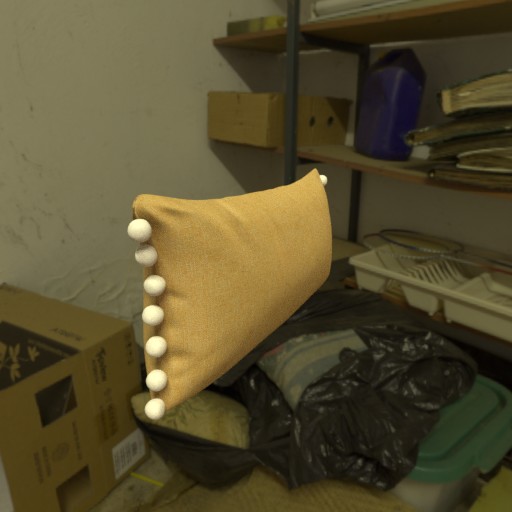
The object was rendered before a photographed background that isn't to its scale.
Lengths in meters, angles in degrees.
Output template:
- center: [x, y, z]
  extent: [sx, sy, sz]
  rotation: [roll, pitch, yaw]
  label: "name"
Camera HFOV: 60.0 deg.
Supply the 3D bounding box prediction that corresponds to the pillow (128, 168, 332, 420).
- center: [0.000, 0.000, 0.873]
  extent: [0.201, 0.322, 0.709]
  rotation: [8, 18, 26]
  label: "pillow"
